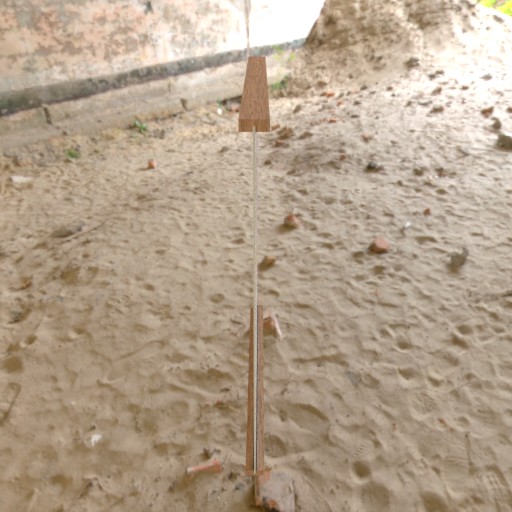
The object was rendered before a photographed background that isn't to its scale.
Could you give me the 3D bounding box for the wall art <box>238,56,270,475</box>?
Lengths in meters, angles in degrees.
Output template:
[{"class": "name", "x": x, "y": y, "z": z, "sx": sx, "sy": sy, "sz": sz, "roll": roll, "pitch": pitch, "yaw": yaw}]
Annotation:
[{"class": "wall art", "x": 0.000, "y": 0.000, "z": 0.699, "sx": 0.028, "sy": 0.527, "sz": 0.403, "roll": 0, "pitch": 31, "yaw": 0}]
